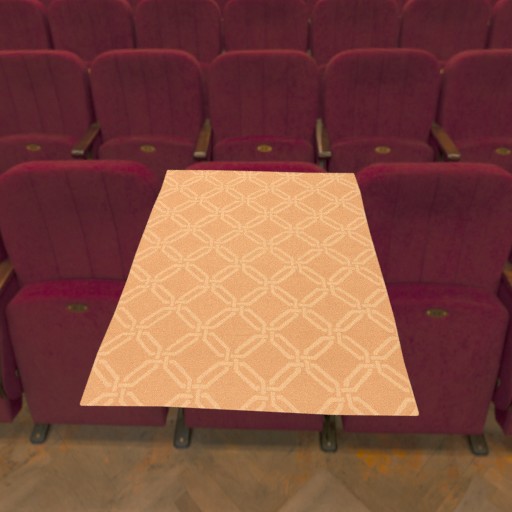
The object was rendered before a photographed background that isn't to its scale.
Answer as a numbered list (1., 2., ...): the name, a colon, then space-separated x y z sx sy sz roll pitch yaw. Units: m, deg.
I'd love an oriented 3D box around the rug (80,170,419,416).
1. rug: 0.000 0.000 2.773 1.524 0.013 2.135 1 40 1
